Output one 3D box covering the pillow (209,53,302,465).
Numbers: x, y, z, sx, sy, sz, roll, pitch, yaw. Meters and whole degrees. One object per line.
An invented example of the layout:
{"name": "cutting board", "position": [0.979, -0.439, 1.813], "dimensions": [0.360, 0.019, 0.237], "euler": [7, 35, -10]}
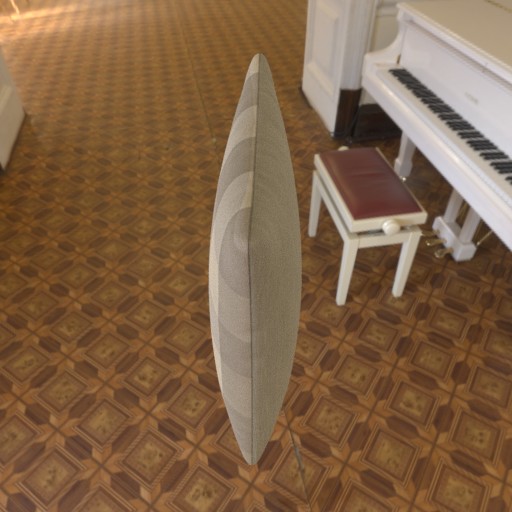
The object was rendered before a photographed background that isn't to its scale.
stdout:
{"name": "pillow", "position": [0.000, 0.000, 0.769], "dimensions": [0.161, 0.509, 0.511], "euler": [1, 43, 1]}
